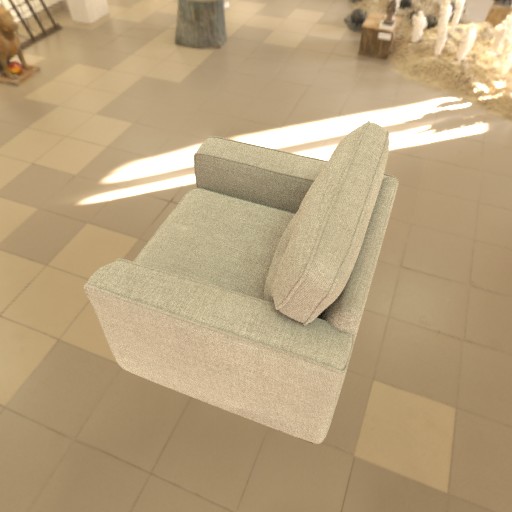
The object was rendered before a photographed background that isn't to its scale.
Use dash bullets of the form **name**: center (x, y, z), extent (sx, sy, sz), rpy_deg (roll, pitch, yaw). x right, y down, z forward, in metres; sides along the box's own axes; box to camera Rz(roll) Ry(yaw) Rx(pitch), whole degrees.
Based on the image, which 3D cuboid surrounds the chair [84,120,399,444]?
- **chair**: center (0.000, 0.000, 1.822), extent (0.939, 0.965, 1.015), rpy_deg (16, 49, 14)
